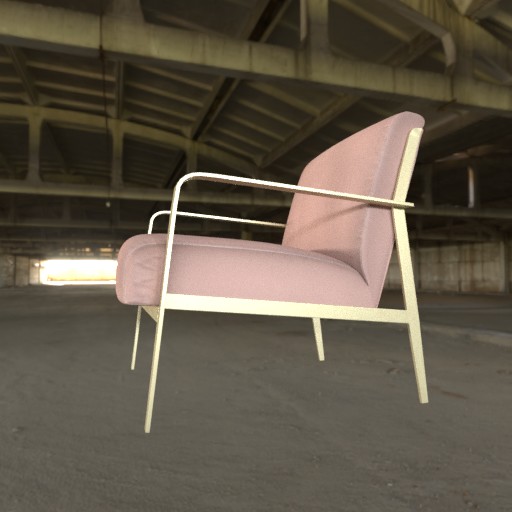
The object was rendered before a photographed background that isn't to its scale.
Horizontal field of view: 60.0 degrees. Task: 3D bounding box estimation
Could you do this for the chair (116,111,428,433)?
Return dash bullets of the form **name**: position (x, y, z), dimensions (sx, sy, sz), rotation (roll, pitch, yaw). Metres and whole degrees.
- **chair**: position (0.000, 0.000, 1.414), dimensions (0.848, 0.823, 0.701), rotation (1, -2, -18)
